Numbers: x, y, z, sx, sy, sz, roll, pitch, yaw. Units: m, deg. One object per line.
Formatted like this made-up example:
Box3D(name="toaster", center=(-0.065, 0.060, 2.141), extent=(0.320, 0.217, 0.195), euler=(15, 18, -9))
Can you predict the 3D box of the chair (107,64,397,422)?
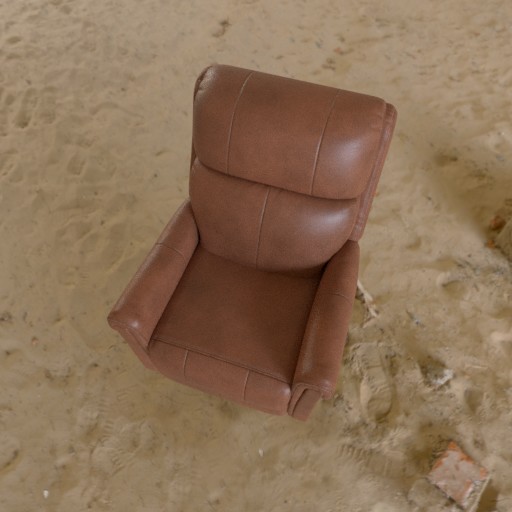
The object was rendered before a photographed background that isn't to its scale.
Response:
Box3D(name="chair", center=(0.000, 0.000, 1.775), extent=(0.838, 1.054, 1.014), euler=(16, 60, 9))
